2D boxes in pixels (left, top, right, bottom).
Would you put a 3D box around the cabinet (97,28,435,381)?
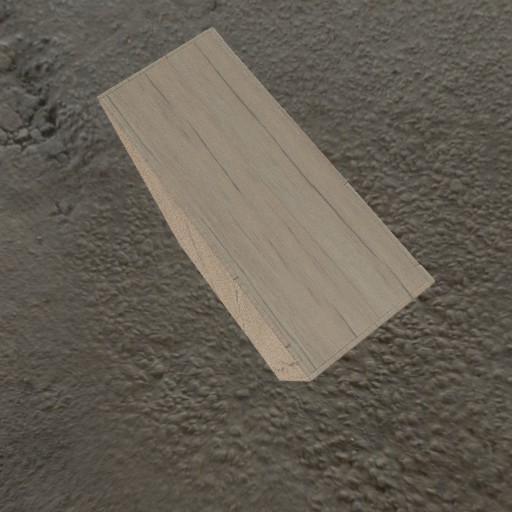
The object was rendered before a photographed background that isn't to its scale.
[{"bbox_3d":[0.000,0.000,2.705,0.580,2.070,1.400,-36,77,-9],"label":"cabinet"}]
